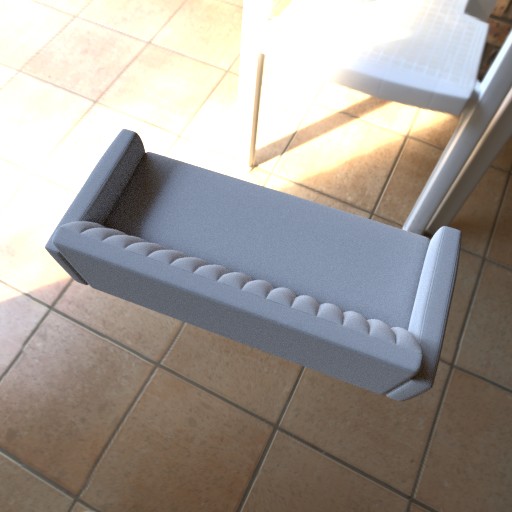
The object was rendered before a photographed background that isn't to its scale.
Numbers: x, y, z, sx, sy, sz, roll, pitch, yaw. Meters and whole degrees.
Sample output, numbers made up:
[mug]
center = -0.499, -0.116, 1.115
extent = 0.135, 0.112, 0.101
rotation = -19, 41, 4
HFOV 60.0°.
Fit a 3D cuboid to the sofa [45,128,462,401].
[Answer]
[sofa]
center = 0.000, 0.000, 2.765
extent = 2.291, 0.821, 0.990
rotation = 19, 65, 9
